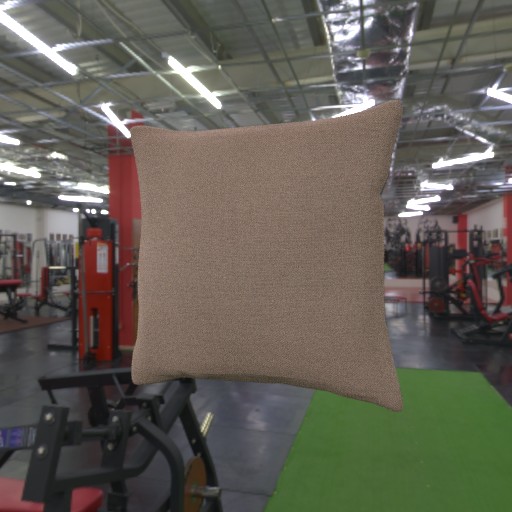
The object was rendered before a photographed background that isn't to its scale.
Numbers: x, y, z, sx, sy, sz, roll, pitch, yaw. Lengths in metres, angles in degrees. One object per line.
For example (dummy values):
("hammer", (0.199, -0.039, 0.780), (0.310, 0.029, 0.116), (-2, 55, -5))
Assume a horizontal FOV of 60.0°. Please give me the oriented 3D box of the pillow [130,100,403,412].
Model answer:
("pillow", (0.000, 0.000, 0.759), (0.478, 0.479, 0.158), (0, 0, 17))
